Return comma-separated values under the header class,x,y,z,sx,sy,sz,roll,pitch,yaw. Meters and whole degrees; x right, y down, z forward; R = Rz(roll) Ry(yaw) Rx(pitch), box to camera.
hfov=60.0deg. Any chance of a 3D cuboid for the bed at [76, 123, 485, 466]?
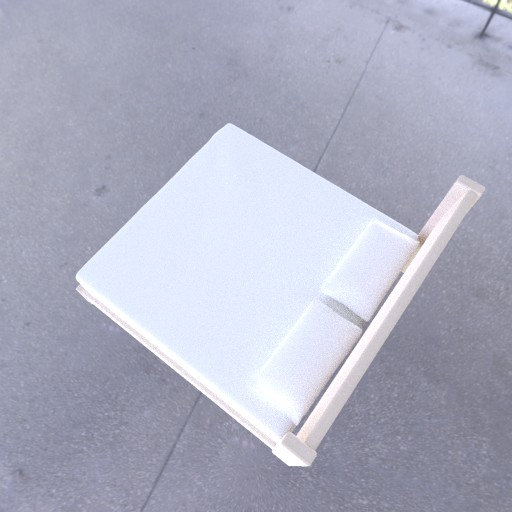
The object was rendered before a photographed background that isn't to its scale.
class,x,y,z,sx,sy,sz,roll,pitch,yaw
bed,0.000,0.000,3.587,2.293,1.471,2.145,34,69,15
